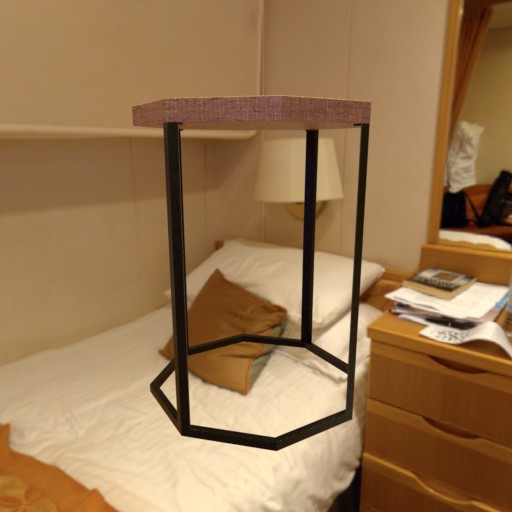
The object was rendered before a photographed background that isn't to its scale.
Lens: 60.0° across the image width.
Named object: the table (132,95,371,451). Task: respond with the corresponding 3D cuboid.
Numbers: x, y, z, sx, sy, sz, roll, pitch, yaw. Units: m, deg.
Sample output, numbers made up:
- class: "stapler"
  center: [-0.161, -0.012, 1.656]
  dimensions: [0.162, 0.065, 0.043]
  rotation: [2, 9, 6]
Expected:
- class: "table"
  center: [0.000, 0.000, 0.871]
  dimensions: [0.437, 0.553, 0.437]
  rotation: [-2, 14, -9]
